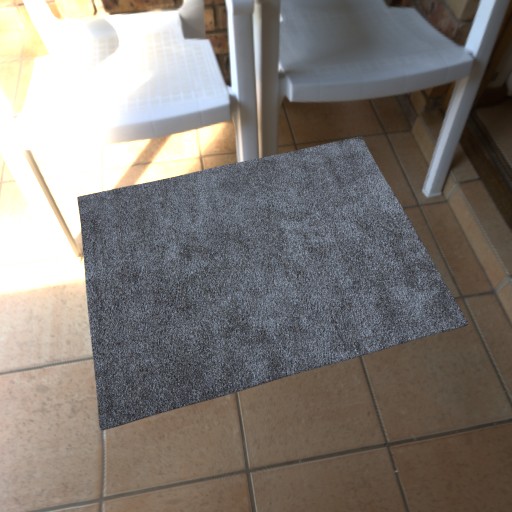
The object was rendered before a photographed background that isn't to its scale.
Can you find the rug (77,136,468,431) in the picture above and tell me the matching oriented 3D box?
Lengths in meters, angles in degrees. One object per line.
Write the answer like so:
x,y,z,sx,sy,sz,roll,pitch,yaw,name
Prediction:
0.000,0.000,2.134,1.601,0.025,1.198,-14,60,-8,rug
